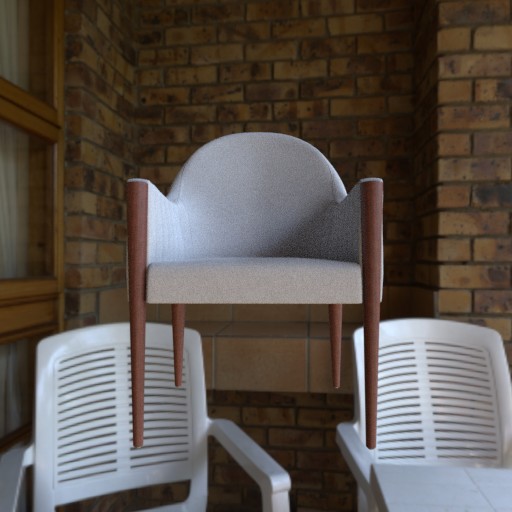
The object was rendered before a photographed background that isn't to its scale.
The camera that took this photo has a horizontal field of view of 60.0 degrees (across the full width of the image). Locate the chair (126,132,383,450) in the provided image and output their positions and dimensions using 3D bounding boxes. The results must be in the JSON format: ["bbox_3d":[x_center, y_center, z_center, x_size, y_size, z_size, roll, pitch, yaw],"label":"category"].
[{"bbox_3d":[0.000,0.000,1.298,0.610,0.889,0.620,0,0,1],"label":"chair"}]
